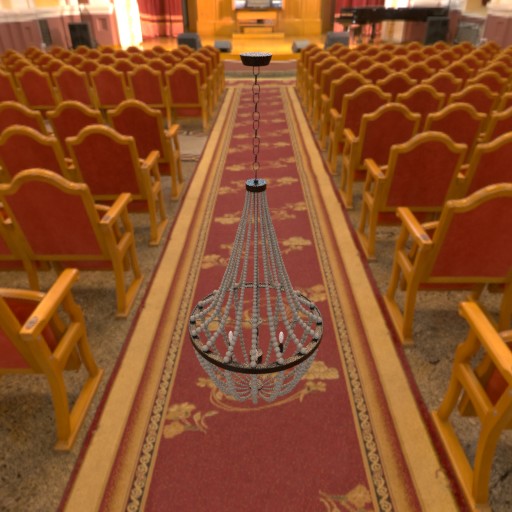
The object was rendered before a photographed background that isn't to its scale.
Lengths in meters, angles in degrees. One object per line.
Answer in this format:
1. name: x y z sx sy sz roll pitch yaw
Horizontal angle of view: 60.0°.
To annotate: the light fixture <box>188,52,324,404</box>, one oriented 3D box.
1. light fixture: 0.000 0.000 1.359 0.450 1.133 0.450 0 31 0
